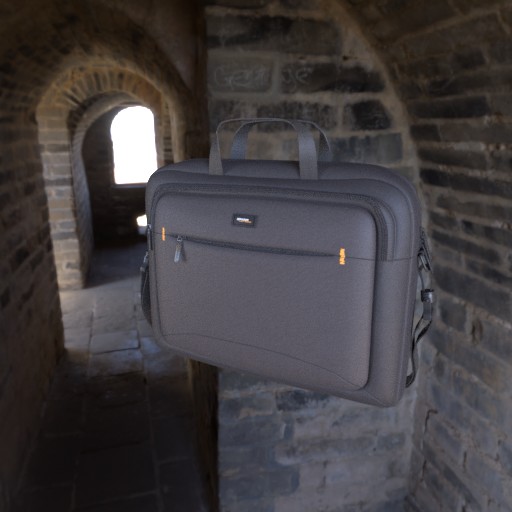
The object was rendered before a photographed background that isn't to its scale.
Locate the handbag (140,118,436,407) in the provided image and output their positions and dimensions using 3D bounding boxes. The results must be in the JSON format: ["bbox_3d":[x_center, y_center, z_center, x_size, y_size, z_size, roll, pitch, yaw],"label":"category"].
[{"bbox_3d":[0.000,0.000,0.559,0.429,0.330,0.126,8,17,26],"label":"handbag"}]
